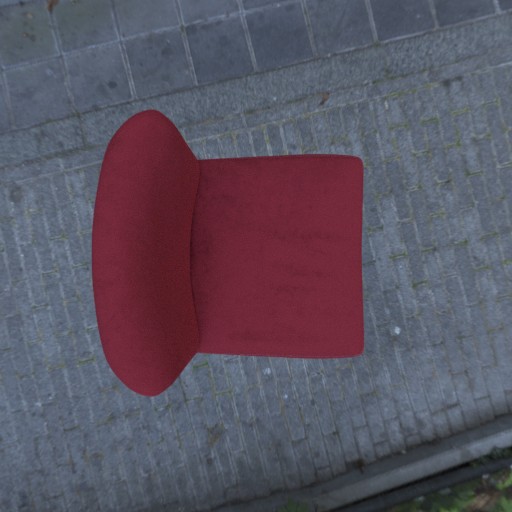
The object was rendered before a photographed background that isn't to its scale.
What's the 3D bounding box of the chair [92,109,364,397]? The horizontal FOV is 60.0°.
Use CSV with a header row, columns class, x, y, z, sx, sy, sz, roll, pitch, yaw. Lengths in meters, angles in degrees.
class,x,y,z,sx,sy,sz,roll,pitch,yaw
chair,0.000,0.000,1.143,0.560,0.824,0.530,0,89,1
